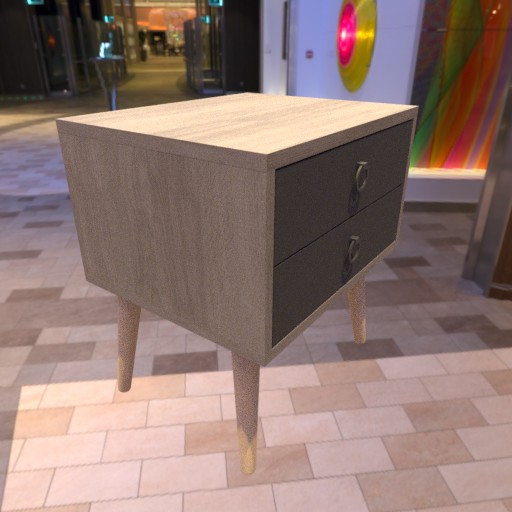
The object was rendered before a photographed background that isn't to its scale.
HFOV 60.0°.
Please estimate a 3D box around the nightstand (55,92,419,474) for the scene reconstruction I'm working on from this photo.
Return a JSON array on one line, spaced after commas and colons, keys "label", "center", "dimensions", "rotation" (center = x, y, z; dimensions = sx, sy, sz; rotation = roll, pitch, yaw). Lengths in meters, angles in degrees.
[{"label": "nightstand", "center": [0.000, 0.000, 0.802], "dimensions": [0.380, 0.500, 0.450], "rotation": [18, 31, 32]}]
